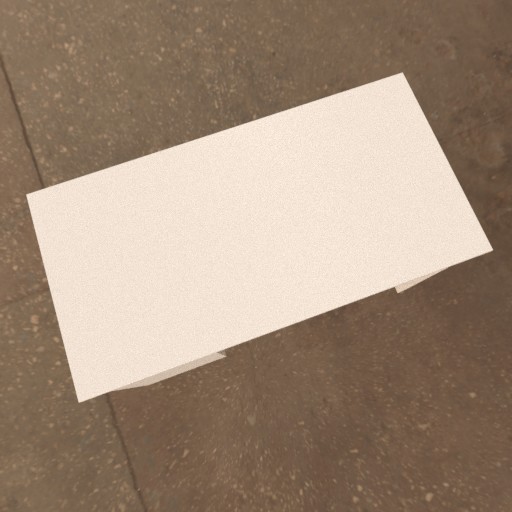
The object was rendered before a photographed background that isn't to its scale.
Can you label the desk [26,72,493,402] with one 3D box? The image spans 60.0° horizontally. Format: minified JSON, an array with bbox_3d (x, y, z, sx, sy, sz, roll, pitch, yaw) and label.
[{"bbox_3d":[0.000,0.000,1.516,1.097,0.735,0.560,-19,77,-5],"label":"desk"}]
